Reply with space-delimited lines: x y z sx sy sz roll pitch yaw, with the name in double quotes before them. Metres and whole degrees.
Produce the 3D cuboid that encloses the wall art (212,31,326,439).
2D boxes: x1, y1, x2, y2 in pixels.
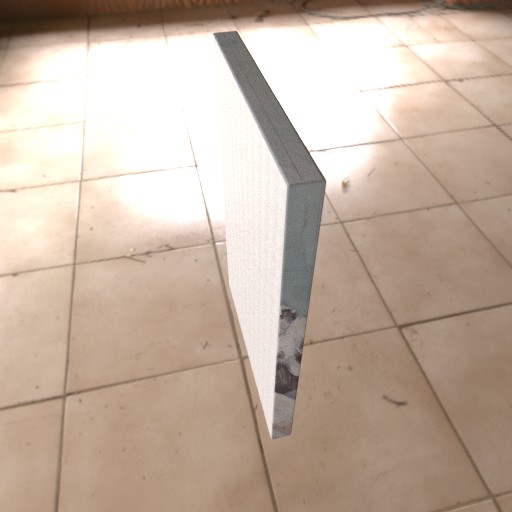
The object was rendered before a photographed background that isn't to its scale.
"wall art" 0.000 0.000 1.166 0.061 0.911 0.609 -10 47 -10
